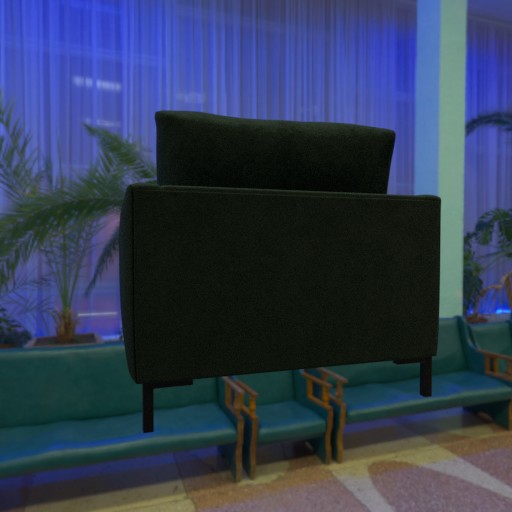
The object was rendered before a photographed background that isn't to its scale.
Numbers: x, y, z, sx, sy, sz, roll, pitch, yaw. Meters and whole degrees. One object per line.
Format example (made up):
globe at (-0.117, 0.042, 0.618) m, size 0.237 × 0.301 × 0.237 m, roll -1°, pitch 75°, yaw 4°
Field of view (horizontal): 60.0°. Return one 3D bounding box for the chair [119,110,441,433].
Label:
chair at (0.000, 0.000, 1.630) m, size 0.963 × 0.861 × 0.866 m, roll 0°, pitch 2°, yaw -18°
